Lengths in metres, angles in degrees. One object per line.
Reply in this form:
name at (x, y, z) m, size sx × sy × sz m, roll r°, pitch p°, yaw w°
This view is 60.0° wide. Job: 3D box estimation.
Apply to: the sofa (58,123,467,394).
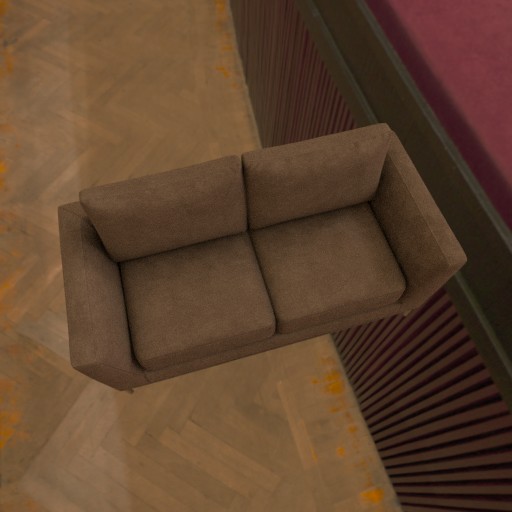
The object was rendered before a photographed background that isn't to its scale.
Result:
sofa at (0.000, 0.000, 2.338) m, size 1.832 × 1.013 × 0.855 m, roll -14°, pitch 63°, yaw -7°
